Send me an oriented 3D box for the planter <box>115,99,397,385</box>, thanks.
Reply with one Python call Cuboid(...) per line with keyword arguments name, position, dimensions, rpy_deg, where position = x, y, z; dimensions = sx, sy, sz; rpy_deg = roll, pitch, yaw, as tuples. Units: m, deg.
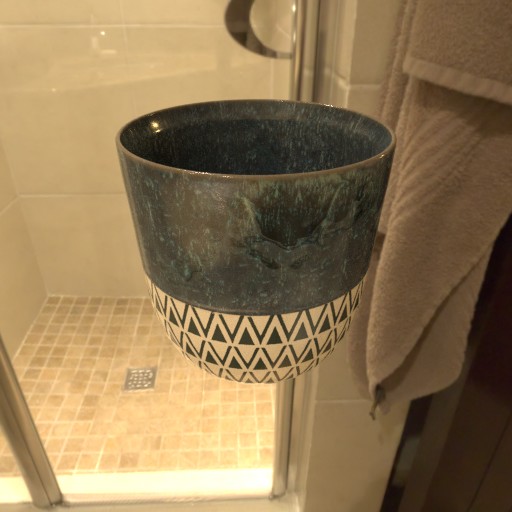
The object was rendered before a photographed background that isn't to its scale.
Cuboid(name="planter", position=(0.000, 0.000, 0.372), dimensions=(0.195, 0.214, 0.195), rpy_deg=(0, 31, 0))
